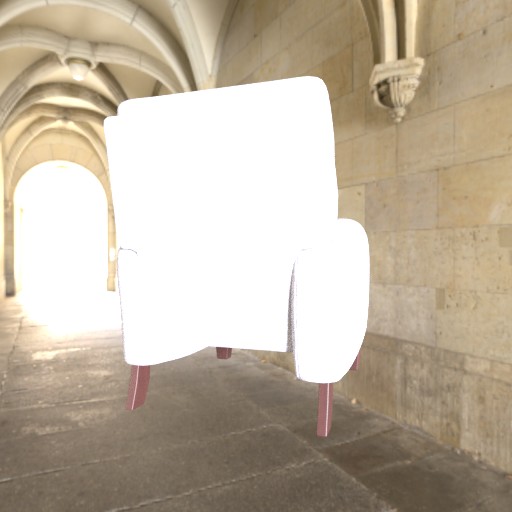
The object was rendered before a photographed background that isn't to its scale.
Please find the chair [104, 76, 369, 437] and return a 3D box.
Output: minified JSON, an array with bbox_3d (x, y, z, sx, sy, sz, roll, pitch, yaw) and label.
[{"bbox_3d":[0.000,0.000,1.648,0.762,0.990,0.990,0,0,19],"label":"chair"}]
